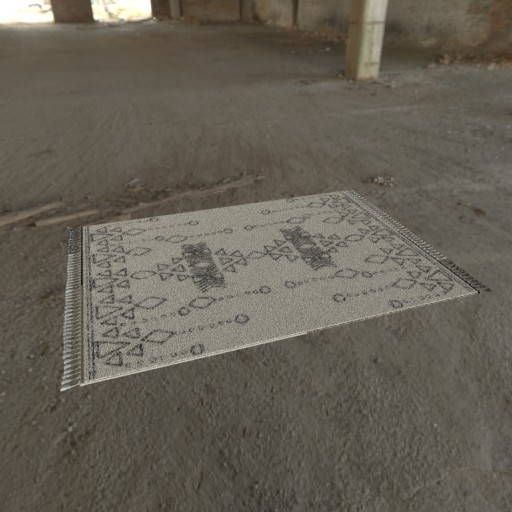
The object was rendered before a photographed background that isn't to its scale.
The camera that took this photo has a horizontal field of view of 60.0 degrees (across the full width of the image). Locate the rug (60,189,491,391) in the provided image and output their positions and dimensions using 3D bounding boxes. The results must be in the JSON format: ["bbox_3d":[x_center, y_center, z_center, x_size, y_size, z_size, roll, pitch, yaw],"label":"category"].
[{"bbox_3d":[0.000,0.000,2.869,2.312,0.013,1.600,-10,32,-16],"label":"rug"}]
